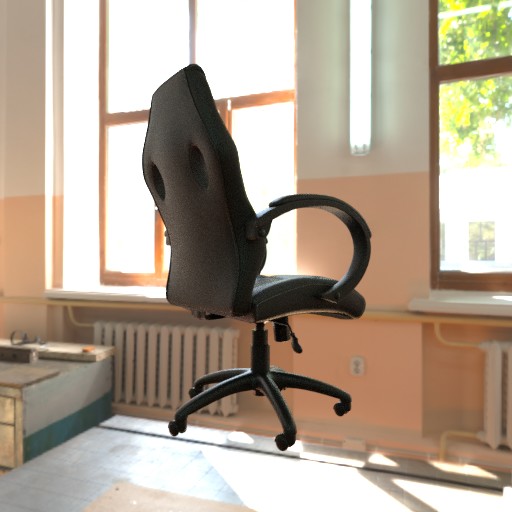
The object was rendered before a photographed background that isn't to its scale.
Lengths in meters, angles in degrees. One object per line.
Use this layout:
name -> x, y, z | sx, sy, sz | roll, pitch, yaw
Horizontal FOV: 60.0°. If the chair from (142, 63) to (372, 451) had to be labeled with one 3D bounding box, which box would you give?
chair -> 0.000, 0.000, 1.645 | 0.724, 1.187, 0.673 | 0, -1, -35
